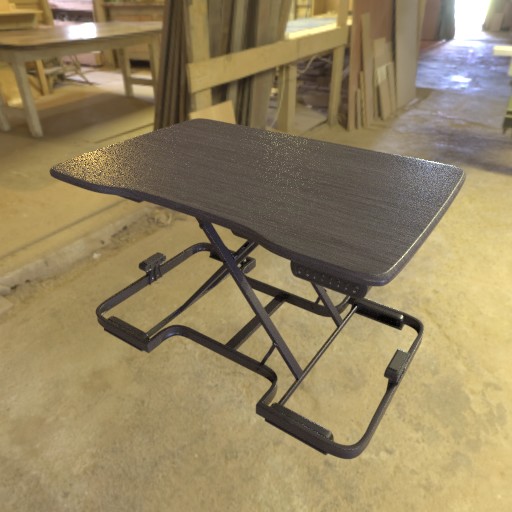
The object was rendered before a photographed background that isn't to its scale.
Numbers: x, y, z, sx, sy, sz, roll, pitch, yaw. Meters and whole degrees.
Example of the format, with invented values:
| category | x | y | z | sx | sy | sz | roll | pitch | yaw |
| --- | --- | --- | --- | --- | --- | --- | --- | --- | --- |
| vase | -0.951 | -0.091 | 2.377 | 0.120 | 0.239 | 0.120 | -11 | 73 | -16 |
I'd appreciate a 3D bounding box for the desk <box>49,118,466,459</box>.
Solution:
| category | x | y | z | sx | sy | sz | roll | pitch | yaw |
| --- | --- | --- | --- | --- | --- | --- | --- | --- | --- |
| desk | 0.000 | 0.000 | 1.128 | 0.820 | 0.470 | 0.546 | 20 | 37 | 28 |
